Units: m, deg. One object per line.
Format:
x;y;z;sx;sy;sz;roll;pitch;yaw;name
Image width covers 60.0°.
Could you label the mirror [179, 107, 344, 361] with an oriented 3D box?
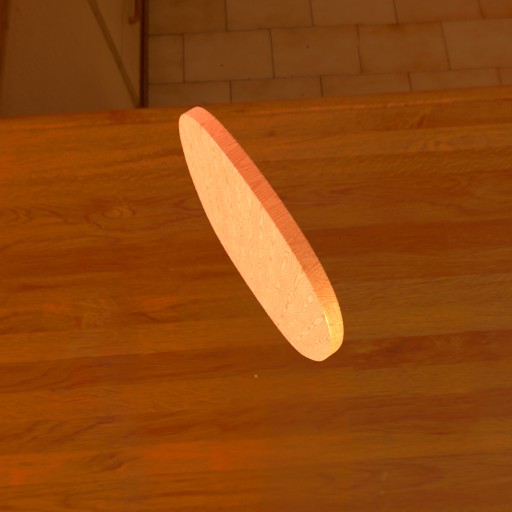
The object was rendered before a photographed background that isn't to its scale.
0.000;0.000;1.348;0.037;1.075;0.724;-33;77;-8;mirror
